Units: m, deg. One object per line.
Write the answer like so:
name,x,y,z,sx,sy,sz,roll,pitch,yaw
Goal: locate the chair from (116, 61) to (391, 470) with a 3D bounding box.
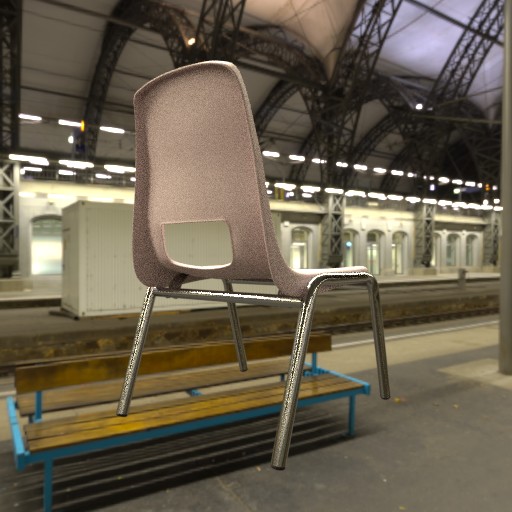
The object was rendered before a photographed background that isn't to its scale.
chair,0.000,0.000,0.781,0.354,0.537,0.385,0,0,36
